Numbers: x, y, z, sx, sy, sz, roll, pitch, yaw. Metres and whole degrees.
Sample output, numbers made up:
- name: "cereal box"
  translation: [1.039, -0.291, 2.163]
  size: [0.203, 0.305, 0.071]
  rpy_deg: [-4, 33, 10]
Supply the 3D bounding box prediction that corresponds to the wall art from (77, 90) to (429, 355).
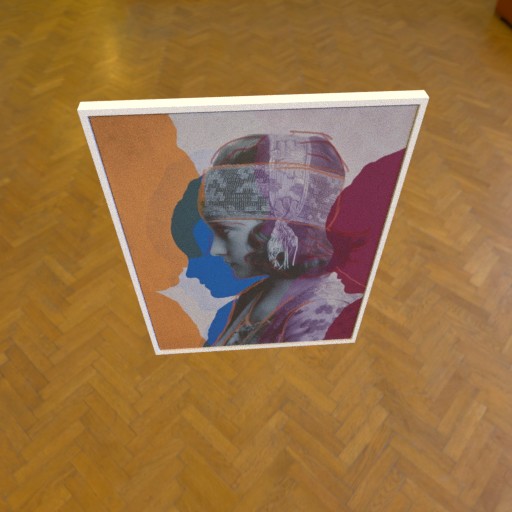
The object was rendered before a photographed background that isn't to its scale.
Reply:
- name: "wall art"
  translation: [0.000, 0.000, 1.396]
  size: [0.795, 1.050, 0.039]
  rpy_deg: [-3, 47, -3]
